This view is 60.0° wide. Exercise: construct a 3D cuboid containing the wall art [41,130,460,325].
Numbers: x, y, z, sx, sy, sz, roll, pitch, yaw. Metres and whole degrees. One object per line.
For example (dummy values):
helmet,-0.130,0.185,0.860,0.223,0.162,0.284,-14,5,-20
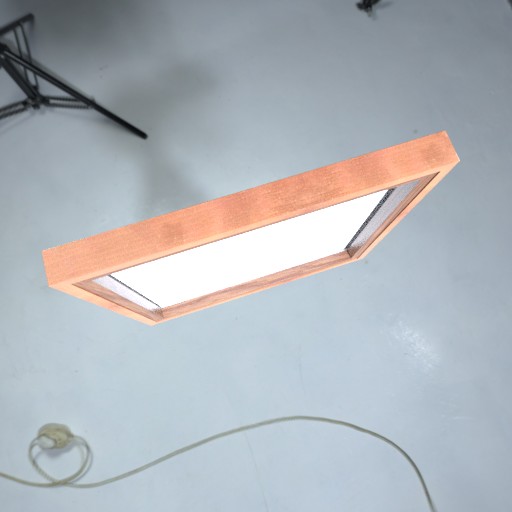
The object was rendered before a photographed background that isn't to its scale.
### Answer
wall art,0.000,0.000,0.613,0.403,0.403,0.035,-17,77,-4
